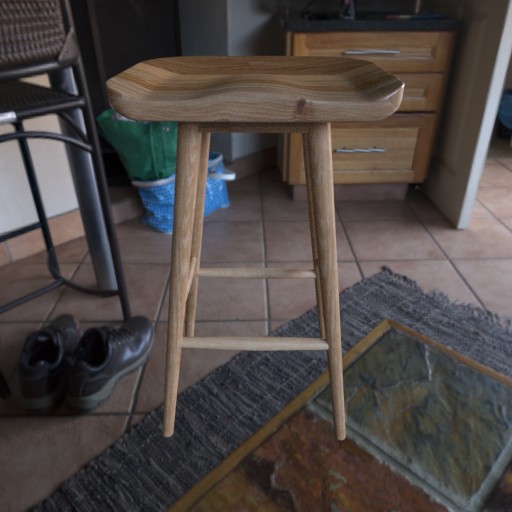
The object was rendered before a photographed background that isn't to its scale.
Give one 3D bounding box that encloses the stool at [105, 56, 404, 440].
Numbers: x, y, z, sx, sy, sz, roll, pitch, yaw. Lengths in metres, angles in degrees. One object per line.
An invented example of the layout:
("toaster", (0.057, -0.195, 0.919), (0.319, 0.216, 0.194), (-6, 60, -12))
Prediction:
("stool", (0.000, 0.000, 0.886), (0.407, 0.698, 0.322), (1, 31, 1))
